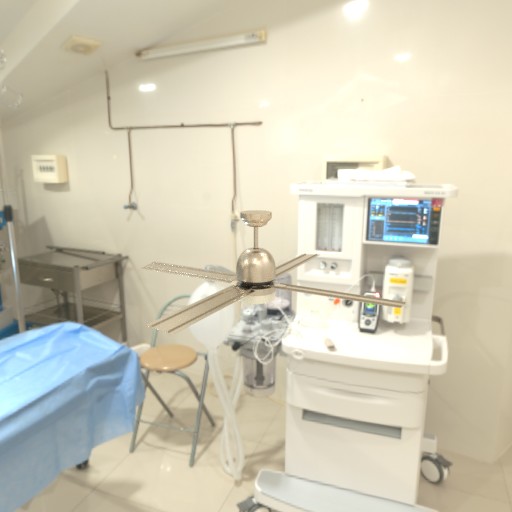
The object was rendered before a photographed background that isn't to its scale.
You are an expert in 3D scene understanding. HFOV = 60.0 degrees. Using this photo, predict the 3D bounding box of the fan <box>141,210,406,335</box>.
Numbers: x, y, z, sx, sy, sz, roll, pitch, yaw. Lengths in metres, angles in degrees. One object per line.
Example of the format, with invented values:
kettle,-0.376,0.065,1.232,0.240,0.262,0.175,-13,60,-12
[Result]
fan,0.000,0.000,2.050,1.346,0.406,1.346,7,14,27
